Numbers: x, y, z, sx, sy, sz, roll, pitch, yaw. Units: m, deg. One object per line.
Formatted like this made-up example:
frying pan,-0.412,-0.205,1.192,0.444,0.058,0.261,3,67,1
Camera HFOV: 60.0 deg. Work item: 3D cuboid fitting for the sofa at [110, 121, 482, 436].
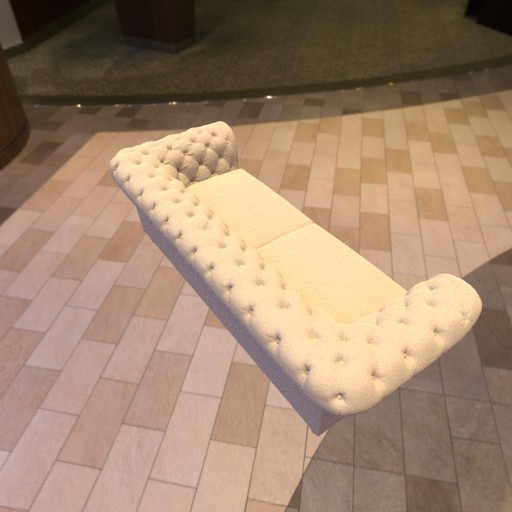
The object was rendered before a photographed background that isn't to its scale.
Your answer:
sofa,0.000,0.000,3.066,1.076,0.847,2.694,-25,47,-26
